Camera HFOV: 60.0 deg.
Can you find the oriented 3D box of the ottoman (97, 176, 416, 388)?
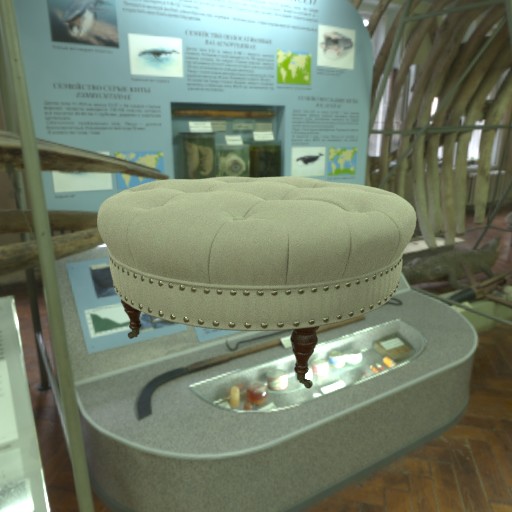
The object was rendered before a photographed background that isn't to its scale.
[{"bbox_3d":[0.000,0.000,1.359,0.901,0.439,0.901,0,16,0],"label":"ottoman"}]
